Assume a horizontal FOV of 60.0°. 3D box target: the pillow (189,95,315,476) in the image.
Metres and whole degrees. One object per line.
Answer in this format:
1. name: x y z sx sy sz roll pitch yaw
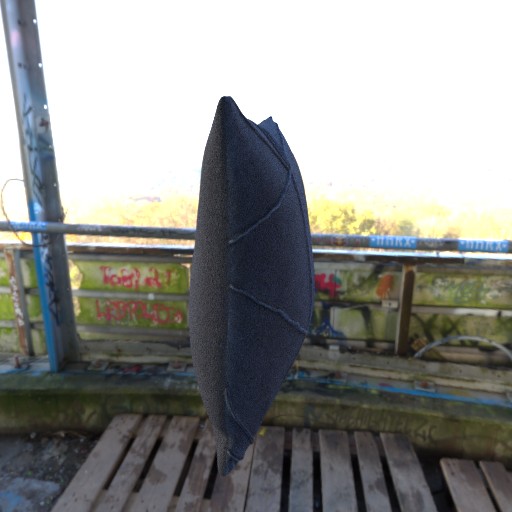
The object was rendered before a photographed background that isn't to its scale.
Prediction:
1. pillow: 0.000 0.000 0.685 0.183 0.440 0.439 2 16 8
